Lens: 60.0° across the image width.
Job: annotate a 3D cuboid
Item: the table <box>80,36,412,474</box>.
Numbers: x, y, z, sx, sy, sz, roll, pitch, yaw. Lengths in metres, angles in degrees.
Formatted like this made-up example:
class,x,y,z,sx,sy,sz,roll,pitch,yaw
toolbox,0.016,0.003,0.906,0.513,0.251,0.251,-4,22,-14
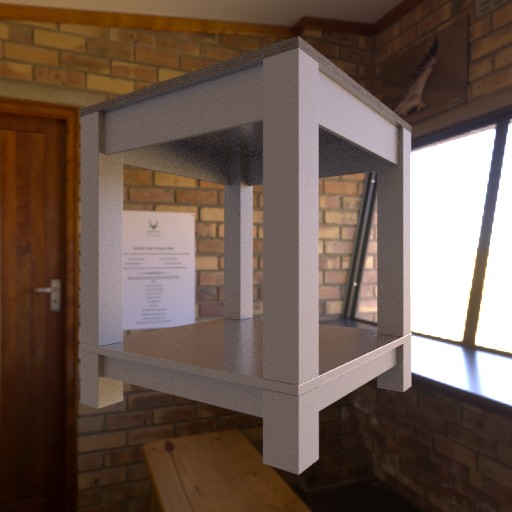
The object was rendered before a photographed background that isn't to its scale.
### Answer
class,x,y,z,sx,sy,sz,roll,pitch,yaw
table,0.000,0.000,0.945,0.504,0.587,0.506,0,0,36
